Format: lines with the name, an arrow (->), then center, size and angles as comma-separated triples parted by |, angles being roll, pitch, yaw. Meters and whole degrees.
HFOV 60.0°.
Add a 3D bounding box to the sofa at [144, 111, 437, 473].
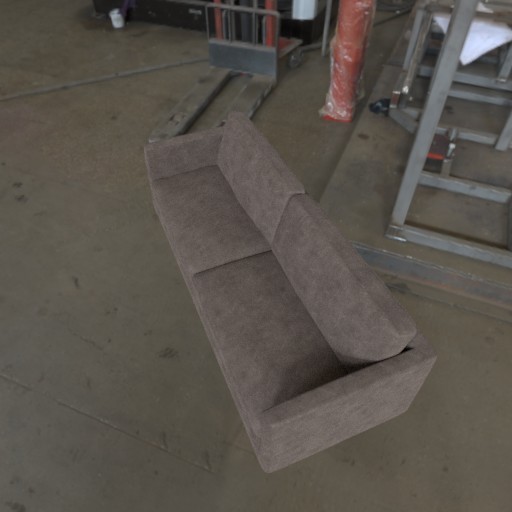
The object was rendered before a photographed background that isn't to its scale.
sofa -> 0.000, 0.000, 2.997 | 0.951, 0.965, 2.434 | -17, 49, -16
